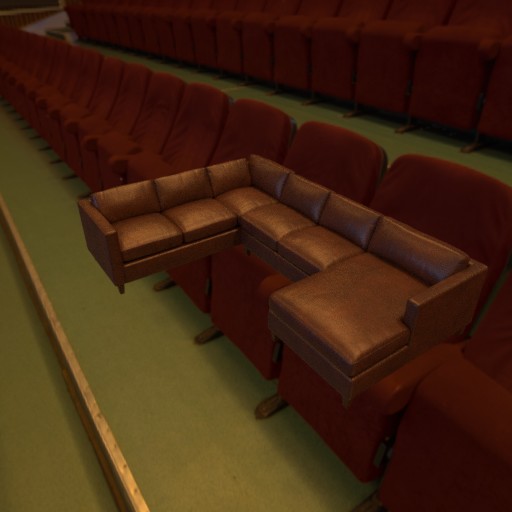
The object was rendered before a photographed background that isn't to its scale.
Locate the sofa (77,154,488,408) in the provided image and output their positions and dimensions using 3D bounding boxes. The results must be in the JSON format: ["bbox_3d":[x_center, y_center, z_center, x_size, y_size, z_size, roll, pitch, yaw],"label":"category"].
[{"bbox_3d":[0.000,0.000,4.416,2.452,0.891,3.324,-20,37,-29],"label":"sofa"}]
